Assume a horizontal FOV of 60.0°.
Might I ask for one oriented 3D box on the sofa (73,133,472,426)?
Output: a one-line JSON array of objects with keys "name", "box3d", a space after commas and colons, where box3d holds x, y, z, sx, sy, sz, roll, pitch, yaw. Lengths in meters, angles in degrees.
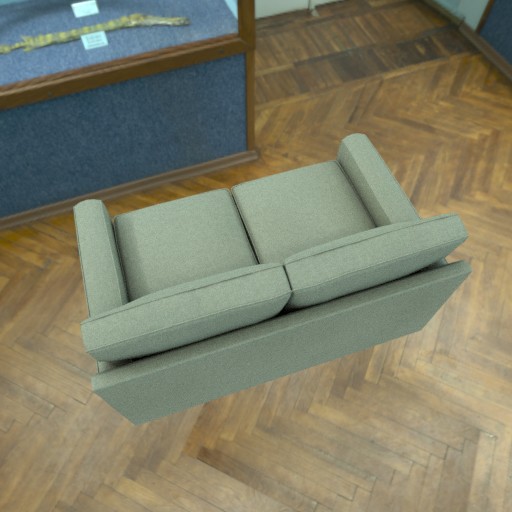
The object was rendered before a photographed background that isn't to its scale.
[{"name": "sofa", "box3d": [0.000, 0.000, 2.040, 1.484, 0.853, 0.940, -16, 60, -9]}]
